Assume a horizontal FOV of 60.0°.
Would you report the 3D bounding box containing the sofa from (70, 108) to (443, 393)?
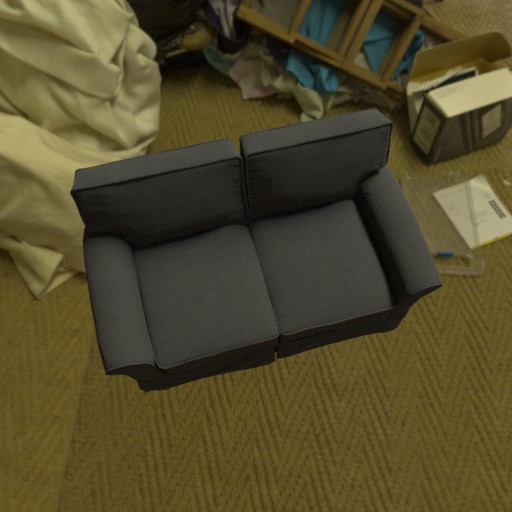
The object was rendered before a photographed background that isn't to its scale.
[{"bbox_3d":[0.000,0.000,2.488,1.801,1.059,0.997,-13,65,-6],"label":"sofa"}]
